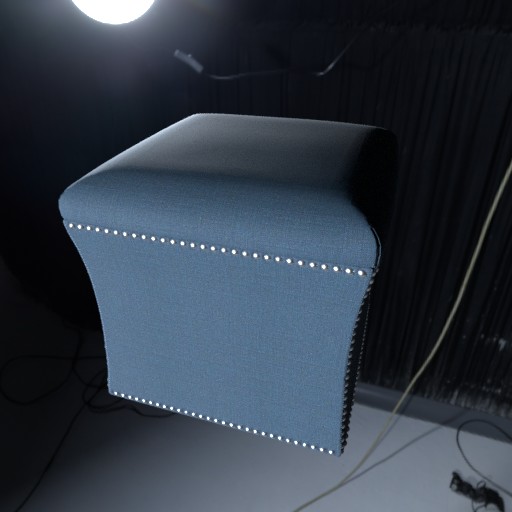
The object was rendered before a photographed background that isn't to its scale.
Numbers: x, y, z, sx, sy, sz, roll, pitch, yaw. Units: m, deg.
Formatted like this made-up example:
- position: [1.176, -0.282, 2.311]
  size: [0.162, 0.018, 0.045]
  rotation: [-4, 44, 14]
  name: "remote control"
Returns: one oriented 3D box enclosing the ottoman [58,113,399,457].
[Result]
- position: [0.000, 0.000, 0.900]
  size: [0.497, 0.475, 0.507]
  rotation: [9, 32, 15]
  name: "ottoman"
